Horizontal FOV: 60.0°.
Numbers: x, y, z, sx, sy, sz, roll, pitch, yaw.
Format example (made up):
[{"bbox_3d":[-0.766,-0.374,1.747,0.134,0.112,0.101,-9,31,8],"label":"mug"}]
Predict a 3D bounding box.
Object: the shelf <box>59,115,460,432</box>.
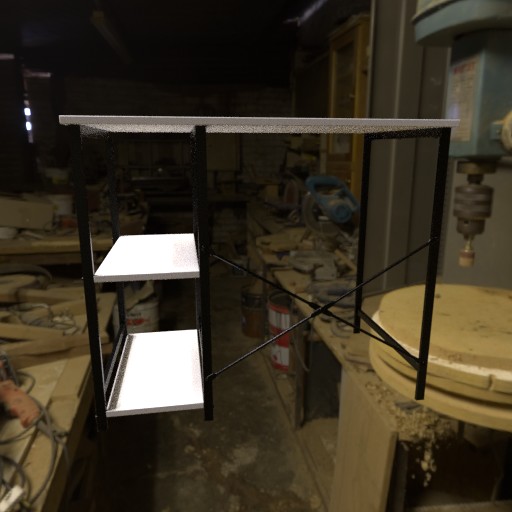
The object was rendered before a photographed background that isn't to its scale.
[{"bbox_3d":[0.000,0.000,1.309,0.902,0.750,0.498,-2,14,-9],"label":"shelf"}]
